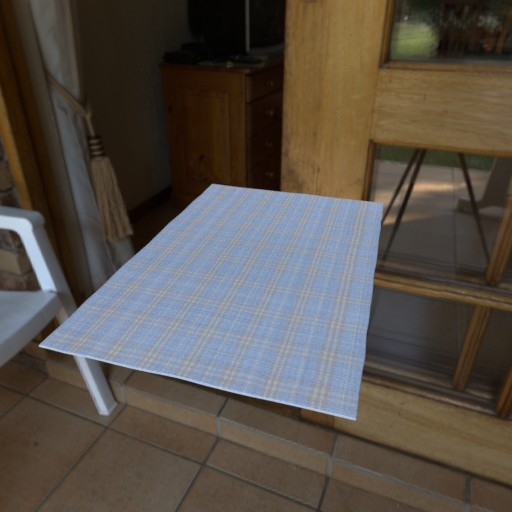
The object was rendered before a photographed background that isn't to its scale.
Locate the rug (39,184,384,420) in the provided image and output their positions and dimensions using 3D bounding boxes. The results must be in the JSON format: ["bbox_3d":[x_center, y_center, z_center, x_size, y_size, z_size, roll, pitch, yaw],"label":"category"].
[{"bbox_3d":[0.000,0.000,2.333,1.231,0.012,1.835,9,31,14],"label":"rug"}]
